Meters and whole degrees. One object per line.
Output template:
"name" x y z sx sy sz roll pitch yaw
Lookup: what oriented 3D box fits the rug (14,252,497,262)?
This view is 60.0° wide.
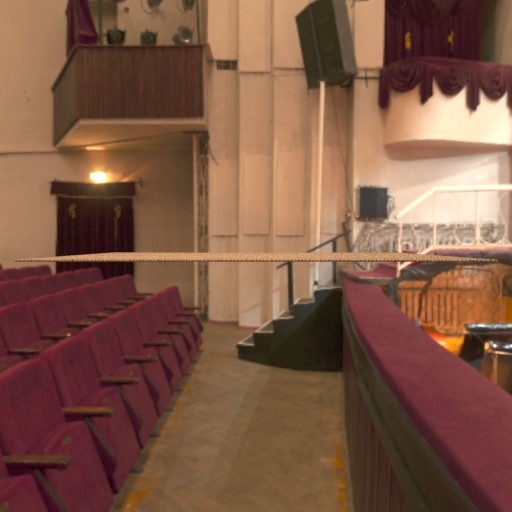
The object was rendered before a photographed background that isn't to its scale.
"rug" 0.000 0.000 2.996 2.439 0.011 1.533 0 2 0
